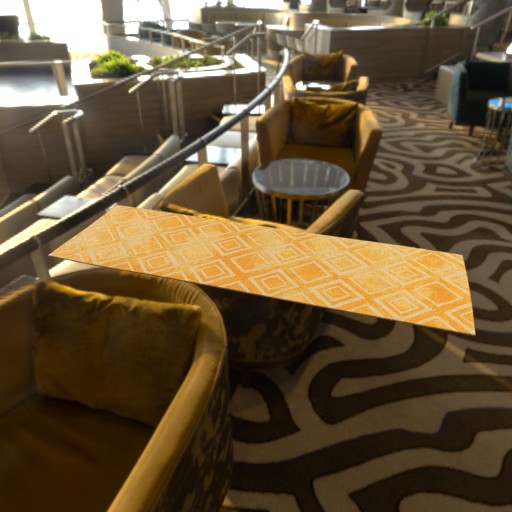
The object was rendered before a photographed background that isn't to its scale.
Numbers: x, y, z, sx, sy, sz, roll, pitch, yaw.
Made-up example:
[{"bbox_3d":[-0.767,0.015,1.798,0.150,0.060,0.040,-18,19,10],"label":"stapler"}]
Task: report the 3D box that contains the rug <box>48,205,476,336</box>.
[{"bbox_3d":[0.000,0.000,2.723,2.438,0.010,0.775,9,33,15],"label":"rug"}]
